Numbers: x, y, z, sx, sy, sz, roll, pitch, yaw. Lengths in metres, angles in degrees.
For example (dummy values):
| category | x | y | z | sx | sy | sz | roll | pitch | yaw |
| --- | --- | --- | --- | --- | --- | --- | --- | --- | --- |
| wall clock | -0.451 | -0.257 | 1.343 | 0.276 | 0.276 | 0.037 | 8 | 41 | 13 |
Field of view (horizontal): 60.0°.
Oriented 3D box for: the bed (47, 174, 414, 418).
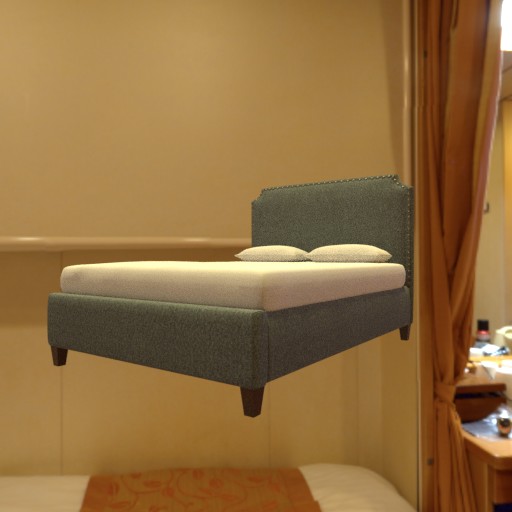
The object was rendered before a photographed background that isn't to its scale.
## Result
| category | x | y | z | sx | sy | sz | roll | pitch | yaw |
| --- | --- | --- | --- | --- | --- | --- | --- | --- | --- |
| bed | 0.000 | 0.000 | 3.376 | 1.712 | 1.443 | 2.372 | 0 | 0 | 36 |
